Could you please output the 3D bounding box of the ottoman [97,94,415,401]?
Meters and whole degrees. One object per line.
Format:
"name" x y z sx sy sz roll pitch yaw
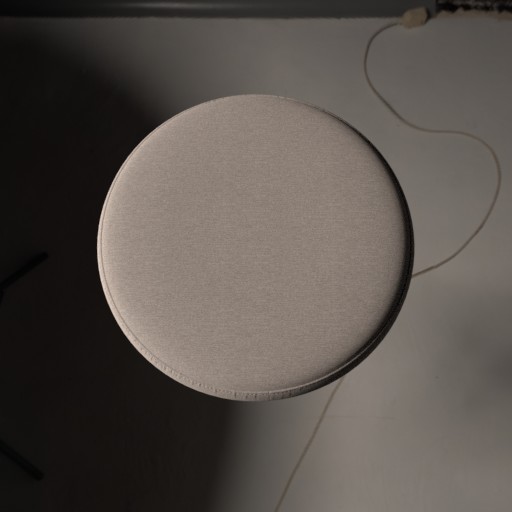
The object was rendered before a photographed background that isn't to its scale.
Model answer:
"ottoman" 0.000 0.000 1.002 0.608 0.433 0.608 0 76 0
